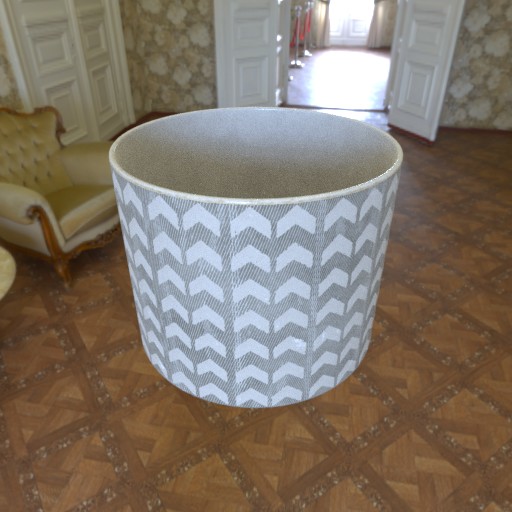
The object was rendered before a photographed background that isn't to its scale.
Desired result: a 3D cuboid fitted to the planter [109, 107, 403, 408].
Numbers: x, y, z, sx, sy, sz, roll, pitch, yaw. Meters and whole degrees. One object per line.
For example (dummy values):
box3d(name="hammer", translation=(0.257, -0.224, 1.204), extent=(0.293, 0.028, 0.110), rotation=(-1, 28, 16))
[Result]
box3d(name="planter", translation=(0.000, 0.000, 0.453), extent=(0.250, 0.239, 0.250), rotation=(0, 32, 0))
